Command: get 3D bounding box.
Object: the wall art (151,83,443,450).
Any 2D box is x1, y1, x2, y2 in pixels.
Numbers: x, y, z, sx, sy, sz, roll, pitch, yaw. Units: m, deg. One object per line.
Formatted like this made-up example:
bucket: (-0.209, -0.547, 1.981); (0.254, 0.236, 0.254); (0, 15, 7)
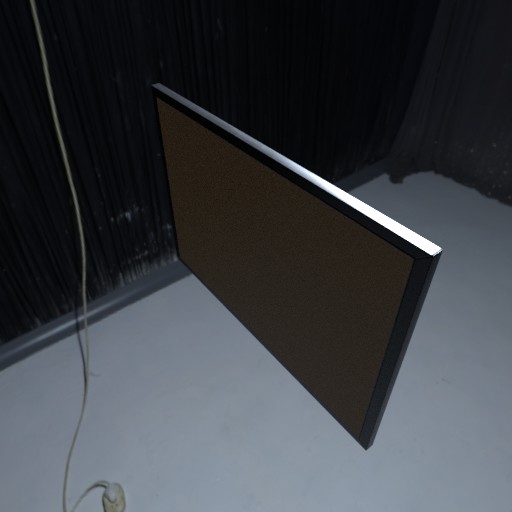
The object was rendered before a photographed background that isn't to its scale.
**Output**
wall art: (0.000, 0.000, 0.561); (0.013, 0.306, 0.440); (-27, 48, -28)
